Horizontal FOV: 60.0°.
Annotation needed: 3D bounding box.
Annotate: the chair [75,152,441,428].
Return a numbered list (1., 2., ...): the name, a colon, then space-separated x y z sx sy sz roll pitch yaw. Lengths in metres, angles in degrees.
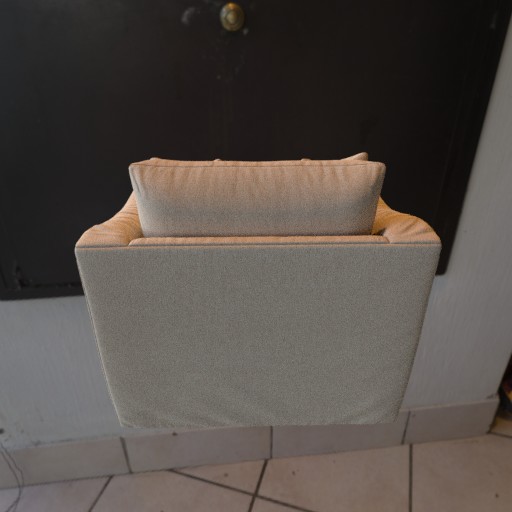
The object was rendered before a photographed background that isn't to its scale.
1. chair: 0.000 0.000 2.010 1.194 1.093 1.071 -1 31 -1
